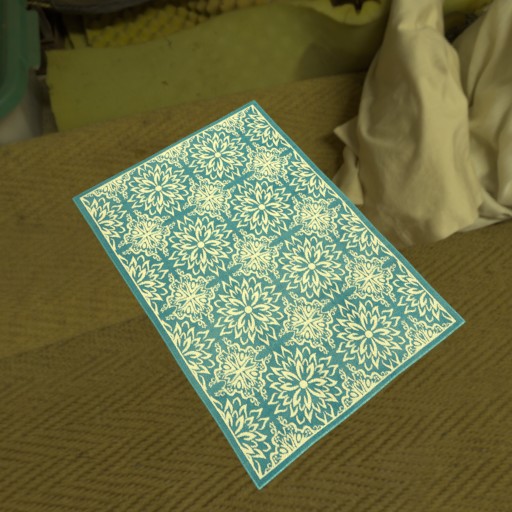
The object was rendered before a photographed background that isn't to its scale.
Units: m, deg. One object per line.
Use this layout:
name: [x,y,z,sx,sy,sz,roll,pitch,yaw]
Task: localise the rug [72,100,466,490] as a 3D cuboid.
rug: [0.000,0.000,2.880,1.554,0.012,2.205,-33,69,-14]
